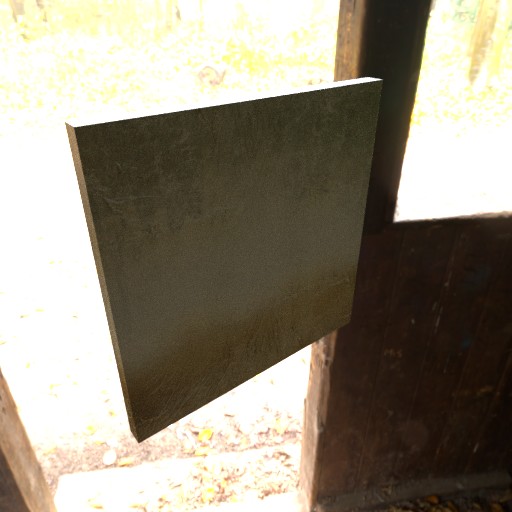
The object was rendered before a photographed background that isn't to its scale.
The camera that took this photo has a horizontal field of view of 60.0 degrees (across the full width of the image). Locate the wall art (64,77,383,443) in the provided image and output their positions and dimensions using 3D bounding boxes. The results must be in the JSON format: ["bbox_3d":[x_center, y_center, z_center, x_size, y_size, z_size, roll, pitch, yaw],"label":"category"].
[{"bbox_3d":[0.000,0.000,0.885,0.610,0.610,0.038,-21,36,-32],"label":"wall art"}]
